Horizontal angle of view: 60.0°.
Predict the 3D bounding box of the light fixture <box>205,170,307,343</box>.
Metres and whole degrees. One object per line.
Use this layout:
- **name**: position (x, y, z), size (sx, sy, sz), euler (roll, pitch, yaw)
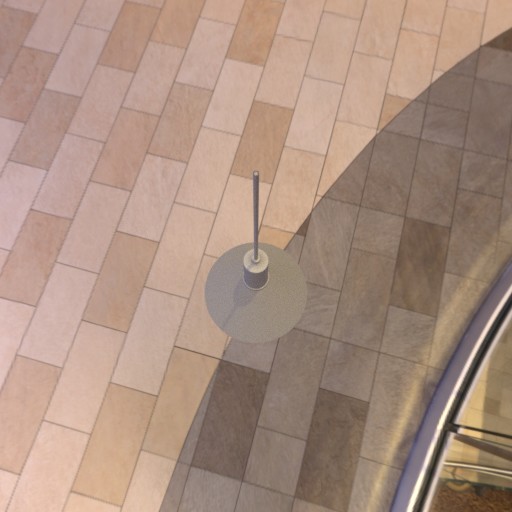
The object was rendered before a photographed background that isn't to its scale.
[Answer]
- **light fixture**: position (0.000, 0.000, 0.835), size (0.267, 0.683, 0.267), euler (-30, 76, -8)
